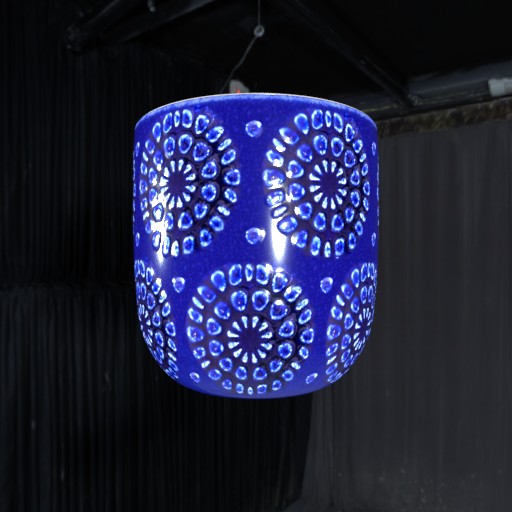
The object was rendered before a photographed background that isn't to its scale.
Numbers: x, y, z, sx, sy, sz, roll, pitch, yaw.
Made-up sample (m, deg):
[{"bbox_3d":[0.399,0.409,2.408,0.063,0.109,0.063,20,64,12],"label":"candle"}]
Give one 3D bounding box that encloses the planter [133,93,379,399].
[{"bbox_3d":[0.000,0.000,0.204,0.109,0.112,0.109,0,0,0],"label":"planter"}]
